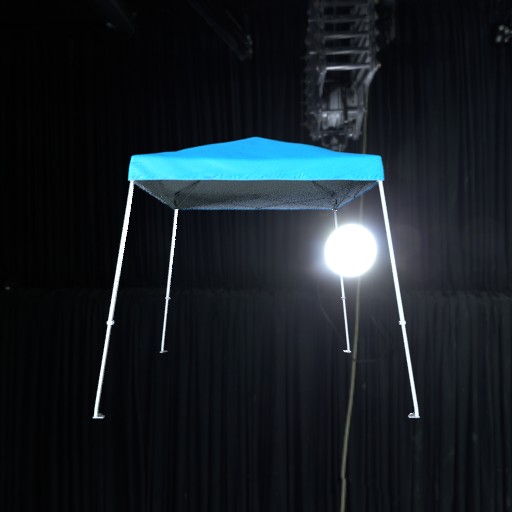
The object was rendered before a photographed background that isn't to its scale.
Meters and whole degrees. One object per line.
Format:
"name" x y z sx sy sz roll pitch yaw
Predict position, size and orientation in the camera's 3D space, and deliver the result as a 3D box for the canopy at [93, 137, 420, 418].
"canopy" 0.000 0.000 5.300 2.848 2.849 2.849 0 -1 0
